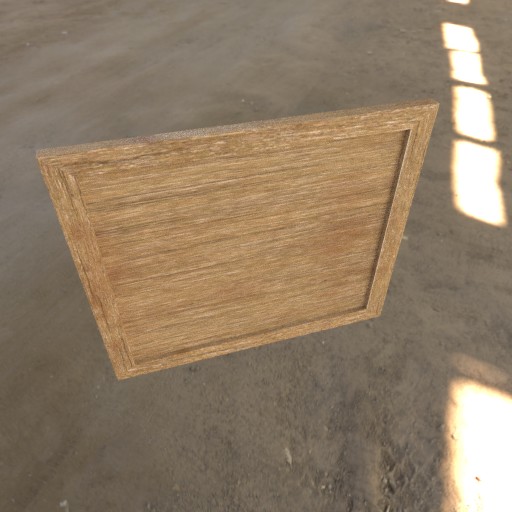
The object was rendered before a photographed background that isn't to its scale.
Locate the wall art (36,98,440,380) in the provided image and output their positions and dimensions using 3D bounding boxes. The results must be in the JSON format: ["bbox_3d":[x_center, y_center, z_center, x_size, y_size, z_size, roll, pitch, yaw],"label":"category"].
[{"bbox_3d":[0.000,0.000,0.936,0.690,0.588,0.026,-11,43,-12],"label":"wall art"}]
